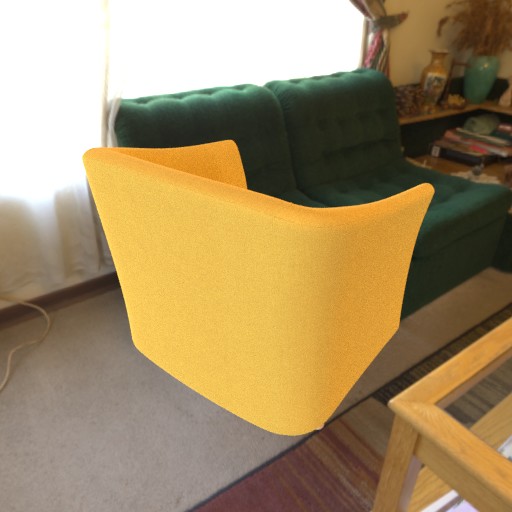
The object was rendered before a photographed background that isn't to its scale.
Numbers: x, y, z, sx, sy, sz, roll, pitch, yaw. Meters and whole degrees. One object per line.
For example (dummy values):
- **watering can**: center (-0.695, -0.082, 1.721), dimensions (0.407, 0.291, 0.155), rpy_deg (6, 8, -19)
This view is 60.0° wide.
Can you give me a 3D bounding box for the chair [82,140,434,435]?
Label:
- **chair**: center (0.000, 0.000, 1.357), dimensions (0.790, 0.720, 0.700), rpy_deg (21, 36, 31)
